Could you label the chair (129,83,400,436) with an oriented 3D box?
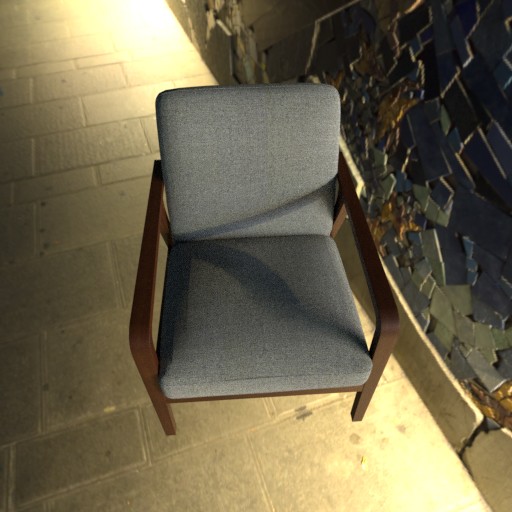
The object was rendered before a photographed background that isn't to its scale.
[{"bbox_3d":[0.000,0.000,1.479,0.704,0.847,0.858,-3,48,-3],"label":"chair"}]
